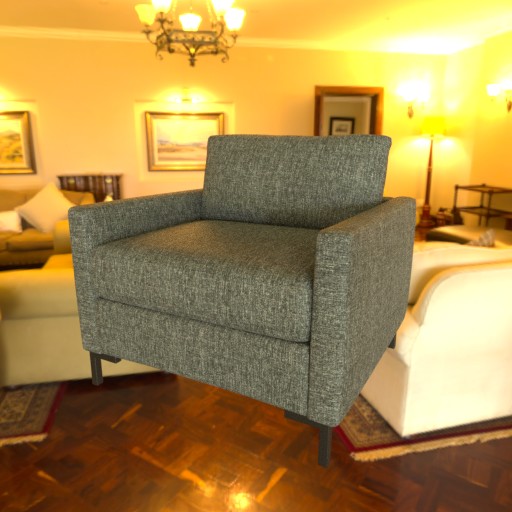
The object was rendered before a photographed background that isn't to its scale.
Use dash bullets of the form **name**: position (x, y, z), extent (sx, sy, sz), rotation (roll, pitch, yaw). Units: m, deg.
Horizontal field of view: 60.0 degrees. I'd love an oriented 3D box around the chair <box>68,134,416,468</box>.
- **chair**: position (0.000, 0.000, 1.593), extent (0.963, 0.861, 0.866), rotation (8, 16, 28)
